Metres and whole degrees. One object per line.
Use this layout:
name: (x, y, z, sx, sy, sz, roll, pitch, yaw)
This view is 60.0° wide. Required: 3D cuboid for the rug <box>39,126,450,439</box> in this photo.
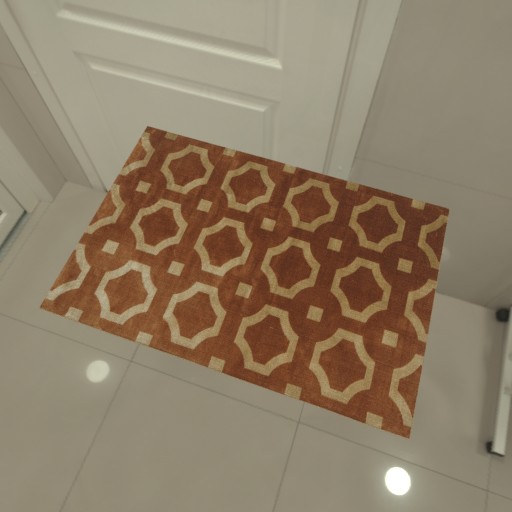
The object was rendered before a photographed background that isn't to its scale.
rug: (0.000, 0.000, 2.879, 2.286, 0.016, 1.555, 17, 65, 8)
